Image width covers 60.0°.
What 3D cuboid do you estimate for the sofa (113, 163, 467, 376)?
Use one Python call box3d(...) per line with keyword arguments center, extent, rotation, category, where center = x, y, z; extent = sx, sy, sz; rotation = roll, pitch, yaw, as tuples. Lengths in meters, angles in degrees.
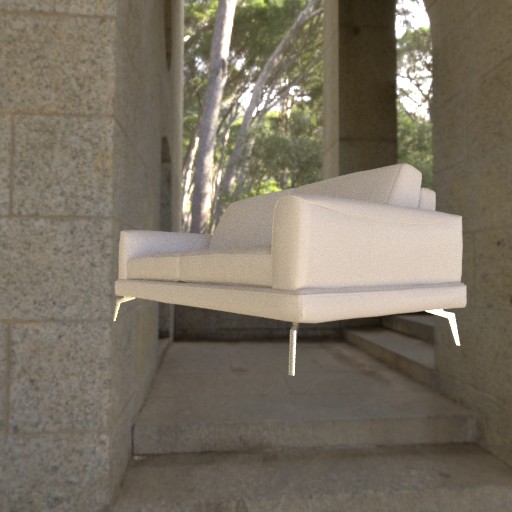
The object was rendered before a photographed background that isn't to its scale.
box3d(center=(0.000, 0.000, 2.734), extent=(1.121, 0.930, 2.177), rotation=(1, -2, -35), category="sofa")
